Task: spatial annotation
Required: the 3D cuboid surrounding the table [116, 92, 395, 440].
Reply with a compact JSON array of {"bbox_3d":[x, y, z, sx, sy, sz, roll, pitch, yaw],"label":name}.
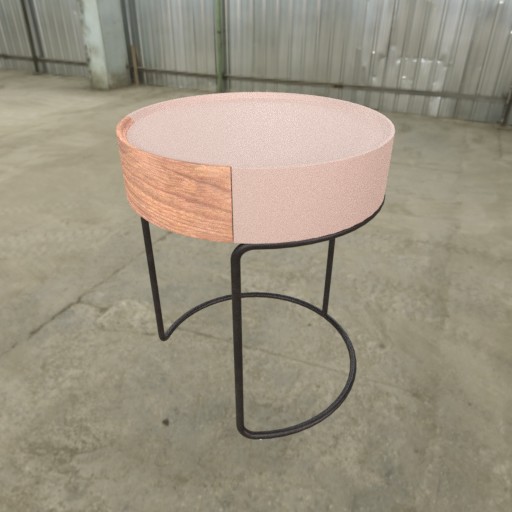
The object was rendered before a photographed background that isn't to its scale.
[{"bbox_3d":[0.000,0.000,0.874,0.450,0.530,0.450,0,32,0],"label":"table"}]
